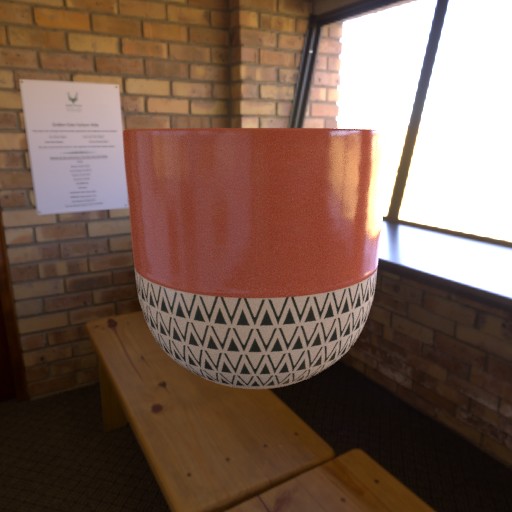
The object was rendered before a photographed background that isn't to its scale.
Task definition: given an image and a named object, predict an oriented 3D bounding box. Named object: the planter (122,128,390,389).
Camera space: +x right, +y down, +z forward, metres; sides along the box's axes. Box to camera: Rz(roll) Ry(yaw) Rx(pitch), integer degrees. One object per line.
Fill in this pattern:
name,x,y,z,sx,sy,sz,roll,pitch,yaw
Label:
planter,0.000,0.000,0.493,0.266,0.270,0.266,0,15,0
